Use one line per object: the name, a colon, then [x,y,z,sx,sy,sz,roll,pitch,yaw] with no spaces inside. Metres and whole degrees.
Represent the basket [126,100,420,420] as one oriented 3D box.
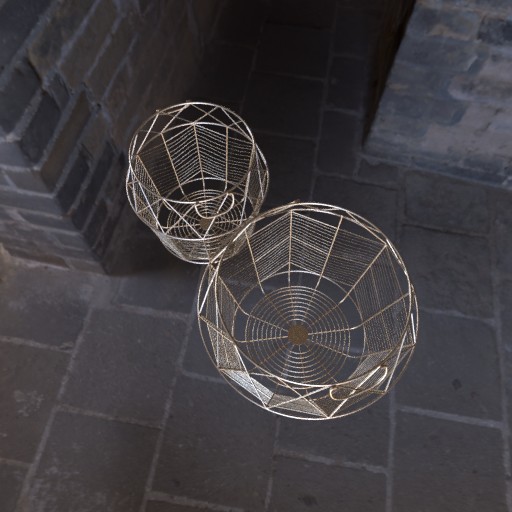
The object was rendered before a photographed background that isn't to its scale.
basket: [0.000,0.000,1.035,0.451,0.343,0.805,-34,69,-15]
